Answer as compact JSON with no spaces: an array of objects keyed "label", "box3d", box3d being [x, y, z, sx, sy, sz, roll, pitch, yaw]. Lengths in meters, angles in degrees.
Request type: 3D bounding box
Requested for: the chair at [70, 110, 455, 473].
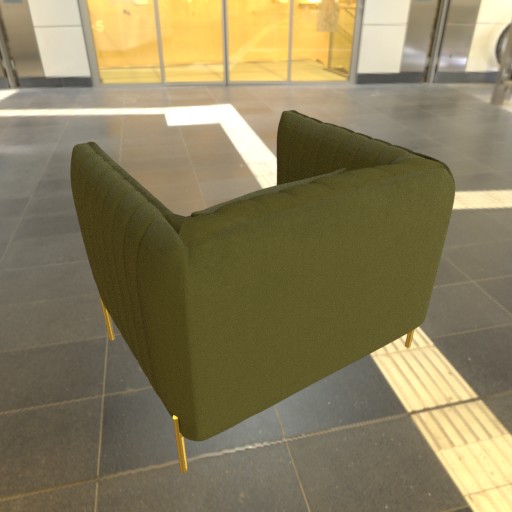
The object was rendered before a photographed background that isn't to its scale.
[{"label":"chair","box3d":[0.000,0.000,1.604,1.032,0.794,0.877,-19,36,-28]}]
